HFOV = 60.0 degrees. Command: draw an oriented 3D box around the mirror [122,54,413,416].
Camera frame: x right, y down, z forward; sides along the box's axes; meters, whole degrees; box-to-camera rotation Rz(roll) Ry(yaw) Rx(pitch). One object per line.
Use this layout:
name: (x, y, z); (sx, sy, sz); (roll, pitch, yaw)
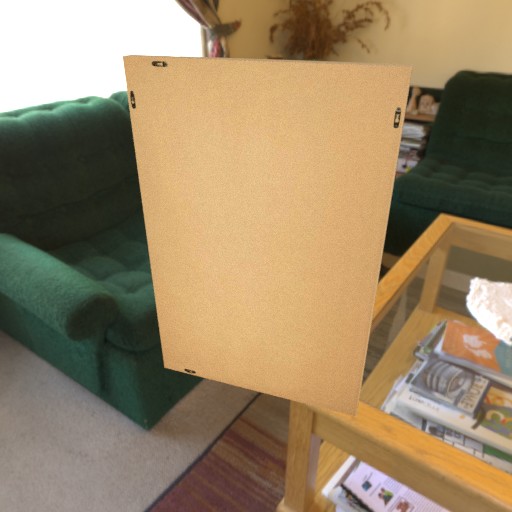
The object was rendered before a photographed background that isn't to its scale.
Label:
mirror: (0.000, 0.000, 1.125); (0.609, 0.915, 0.041); (9, 31, 16)
